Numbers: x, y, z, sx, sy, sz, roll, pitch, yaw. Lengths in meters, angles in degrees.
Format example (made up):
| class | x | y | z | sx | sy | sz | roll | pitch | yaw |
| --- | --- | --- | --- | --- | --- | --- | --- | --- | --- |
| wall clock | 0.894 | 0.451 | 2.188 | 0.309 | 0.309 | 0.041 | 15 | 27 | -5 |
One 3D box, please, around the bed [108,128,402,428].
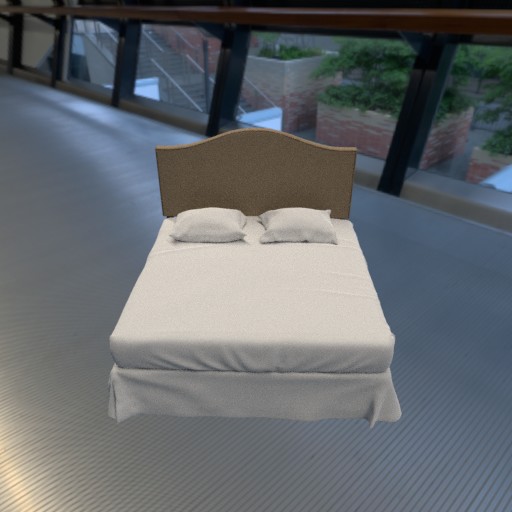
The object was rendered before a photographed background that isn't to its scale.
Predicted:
| class | x | y | z | sx | sy | sz | roll | pitch | yaw |
| --- | --- | --- | --- | --- | --- | --- | --- | --- | --- |
| bed | 0.000 | 0.000 | 3.798 | 2.311 | 1.651 | 2.222 | 1 | 31 | 1 |
